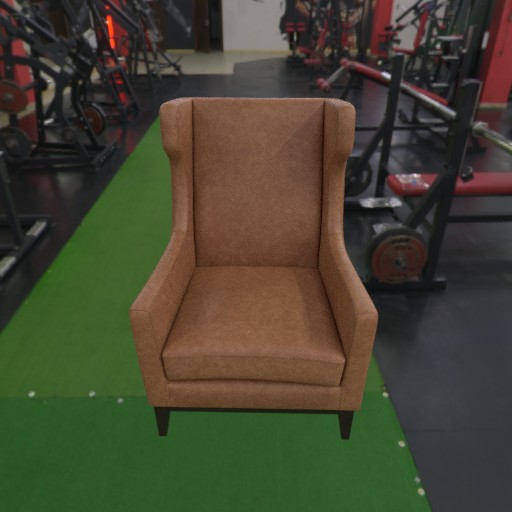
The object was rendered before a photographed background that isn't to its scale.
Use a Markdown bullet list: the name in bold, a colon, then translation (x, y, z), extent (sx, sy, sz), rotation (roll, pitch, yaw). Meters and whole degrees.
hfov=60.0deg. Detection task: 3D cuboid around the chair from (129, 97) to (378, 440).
- **chair**: translation (0.000, 0.000, 1.714), extent (0.766, 1.079, 0.899), rotation (1, 31, 1)
